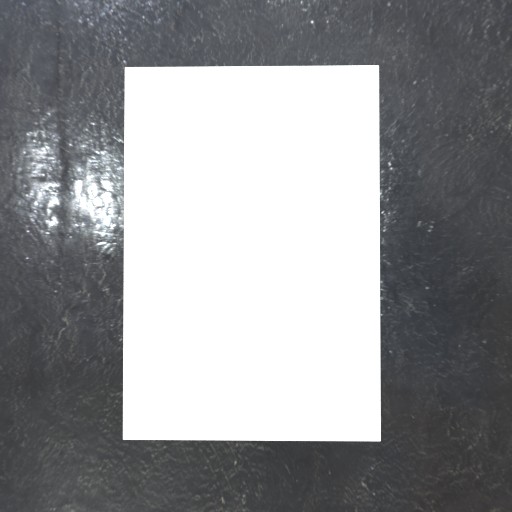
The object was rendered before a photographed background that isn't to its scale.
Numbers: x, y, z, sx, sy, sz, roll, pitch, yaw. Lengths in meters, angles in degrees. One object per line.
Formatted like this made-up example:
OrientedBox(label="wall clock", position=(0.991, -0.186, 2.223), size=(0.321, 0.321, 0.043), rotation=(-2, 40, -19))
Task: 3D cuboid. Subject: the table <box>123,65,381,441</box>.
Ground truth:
OrientedBox(label="table", position=(0.000, 0.000, 1.054), size=(0.406, 0.711, 0.589), rotation=(0, 89, 1))
